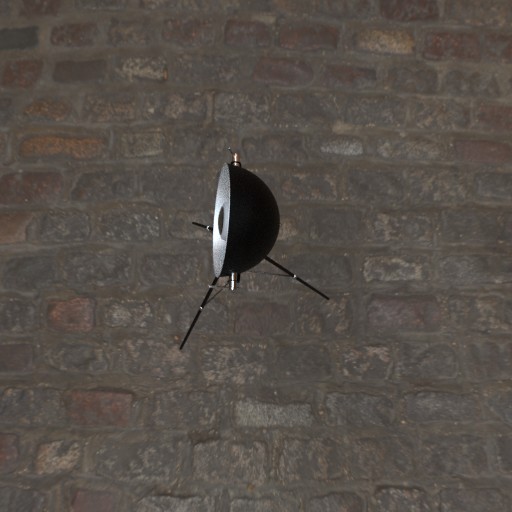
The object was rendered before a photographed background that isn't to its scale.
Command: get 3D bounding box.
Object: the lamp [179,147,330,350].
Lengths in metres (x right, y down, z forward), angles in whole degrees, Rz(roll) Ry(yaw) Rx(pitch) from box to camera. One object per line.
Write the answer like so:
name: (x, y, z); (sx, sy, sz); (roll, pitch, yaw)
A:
lamp: (0.000, 0.000, 2.057); (0.920, 1.512, 0.817); (1, 76, 0)
